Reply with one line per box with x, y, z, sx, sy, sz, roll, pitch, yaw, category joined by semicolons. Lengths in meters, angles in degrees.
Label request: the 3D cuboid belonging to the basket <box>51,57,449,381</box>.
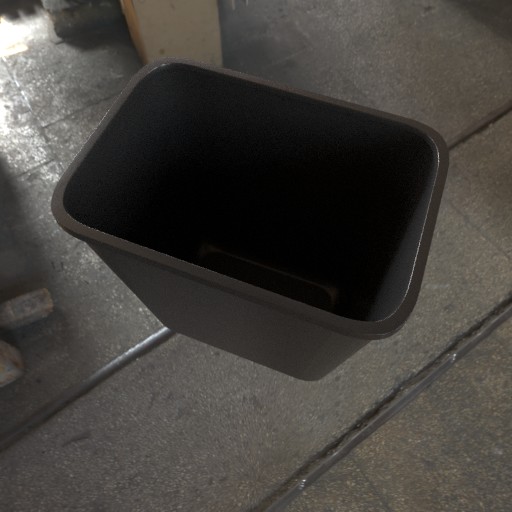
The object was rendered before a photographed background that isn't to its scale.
0.000;0.000;0.505;0.300;0.307;0.211;19;64;9;basket
